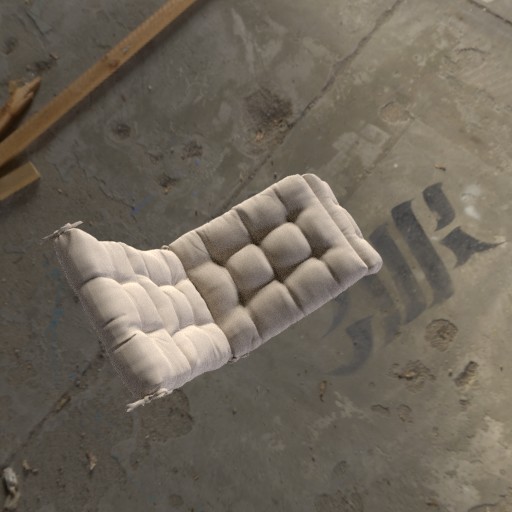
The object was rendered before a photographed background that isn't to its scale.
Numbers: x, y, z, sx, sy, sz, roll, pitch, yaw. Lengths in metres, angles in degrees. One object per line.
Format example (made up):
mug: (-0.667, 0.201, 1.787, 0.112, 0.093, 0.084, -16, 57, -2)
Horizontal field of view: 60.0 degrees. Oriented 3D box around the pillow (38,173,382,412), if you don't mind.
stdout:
pillow: (0.000, 0.000, 1.528, 1.016, 0.863, 0.526, -31, 77, -8)
